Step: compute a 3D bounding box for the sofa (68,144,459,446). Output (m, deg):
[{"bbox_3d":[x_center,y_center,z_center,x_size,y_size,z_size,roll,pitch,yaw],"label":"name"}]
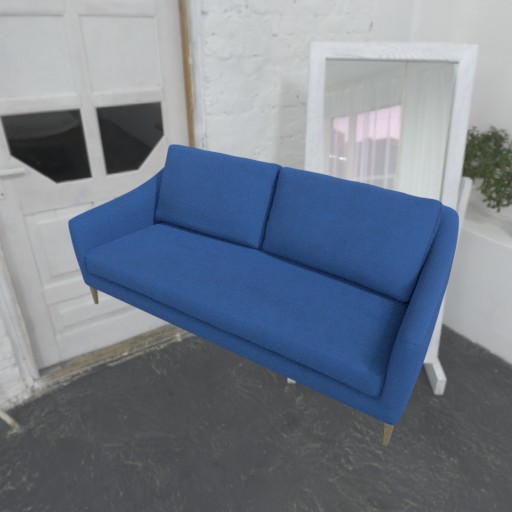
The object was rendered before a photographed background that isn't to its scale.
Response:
[{"bbox_3d":[0.000,0.000,2.485,2.036,0.903,0.960,18,34,29],"label":"sofa"}]
